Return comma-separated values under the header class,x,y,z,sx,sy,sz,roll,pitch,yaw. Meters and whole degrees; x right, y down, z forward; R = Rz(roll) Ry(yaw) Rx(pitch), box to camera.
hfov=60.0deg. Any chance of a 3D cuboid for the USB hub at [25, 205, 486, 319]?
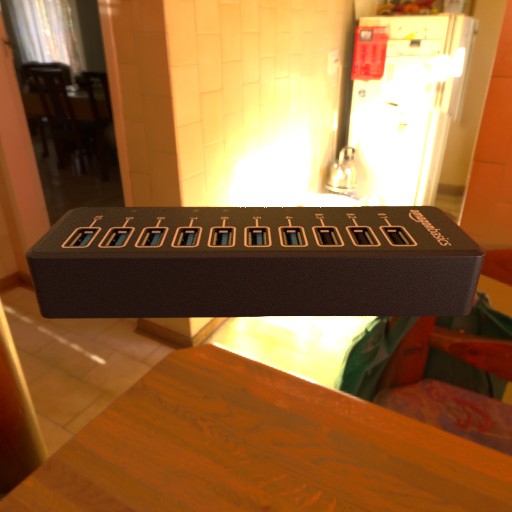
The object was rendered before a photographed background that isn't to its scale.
class,x,y,z,sx,sy,sz,roll,pitch,yaw
USB hub,0.000,0.000,0.160,0.145,0.023,0.044,0,27,-1
